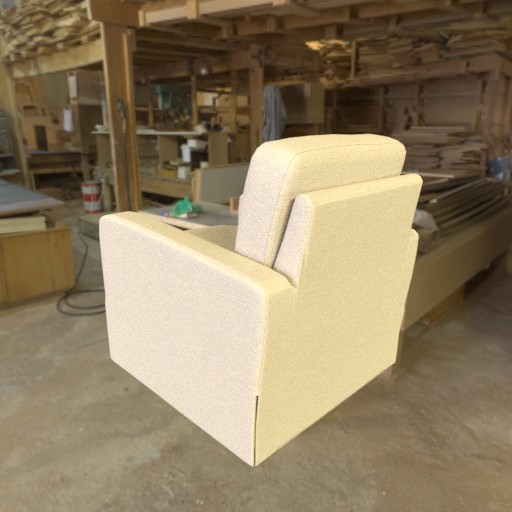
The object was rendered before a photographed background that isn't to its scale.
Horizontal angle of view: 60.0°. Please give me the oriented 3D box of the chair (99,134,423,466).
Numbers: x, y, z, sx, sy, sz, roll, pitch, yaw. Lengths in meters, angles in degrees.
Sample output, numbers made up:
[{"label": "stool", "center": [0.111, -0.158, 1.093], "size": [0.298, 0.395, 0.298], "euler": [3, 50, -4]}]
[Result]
[{"label": "chair", "center": [0.000, 0.000, 1.531], "size": [0.755, 0.827, 0.888], "euler": [-17, 24, -42]}]
